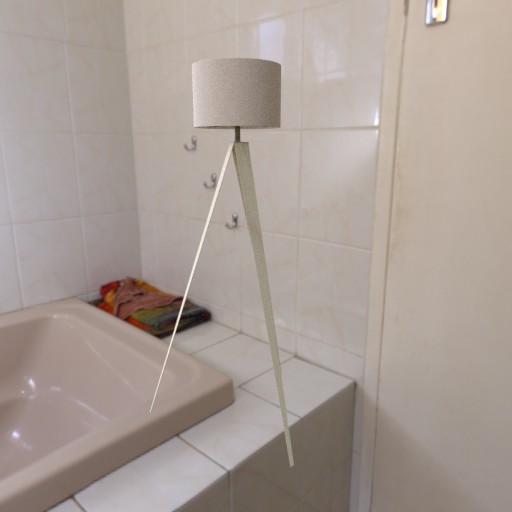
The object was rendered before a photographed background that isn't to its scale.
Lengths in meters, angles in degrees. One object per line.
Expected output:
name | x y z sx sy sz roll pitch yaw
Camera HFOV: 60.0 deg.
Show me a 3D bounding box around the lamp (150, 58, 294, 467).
lamp | 0.000 0.000 1.911 0.724 1.524 0.716 -14 19 -43
